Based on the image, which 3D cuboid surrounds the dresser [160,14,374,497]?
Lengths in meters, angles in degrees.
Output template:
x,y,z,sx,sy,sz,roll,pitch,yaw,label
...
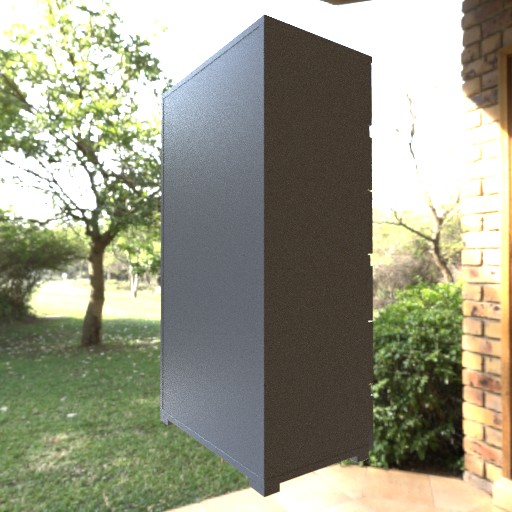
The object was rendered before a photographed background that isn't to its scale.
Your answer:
x,y,z,sx,sy,sz,roll,pitch,yaw,label
0.000,0.000,1.470,0.400,1.190,0.650,1,-1,-35,dresser
